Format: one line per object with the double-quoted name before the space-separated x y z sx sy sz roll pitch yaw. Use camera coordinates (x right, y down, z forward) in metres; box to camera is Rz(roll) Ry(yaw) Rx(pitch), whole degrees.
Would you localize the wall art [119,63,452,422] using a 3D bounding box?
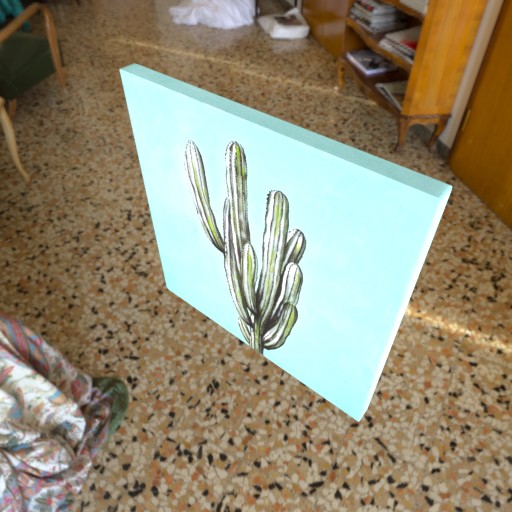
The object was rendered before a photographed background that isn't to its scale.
"wall art" 0.000 0.000 1.125 0.765 0.766 0.054 30 52 26
